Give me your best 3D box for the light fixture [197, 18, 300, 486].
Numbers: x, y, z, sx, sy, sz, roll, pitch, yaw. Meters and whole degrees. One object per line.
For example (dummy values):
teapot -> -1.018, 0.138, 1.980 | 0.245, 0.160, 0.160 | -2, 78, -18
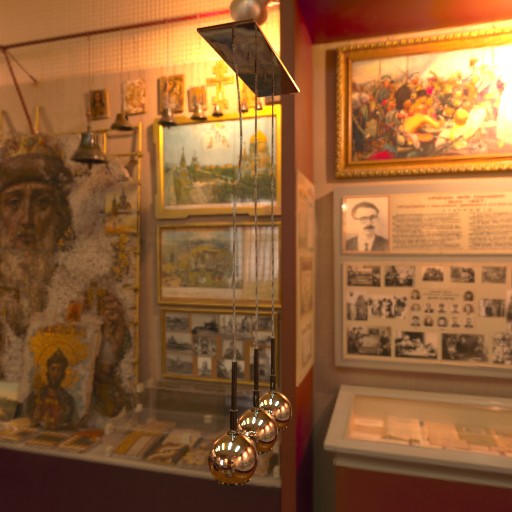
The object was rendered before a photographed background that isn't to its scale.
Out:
light fixture -> 0.000, 0.000, 1.626 | 0.188, 1.408, 0.623 | 0, 0, 18
